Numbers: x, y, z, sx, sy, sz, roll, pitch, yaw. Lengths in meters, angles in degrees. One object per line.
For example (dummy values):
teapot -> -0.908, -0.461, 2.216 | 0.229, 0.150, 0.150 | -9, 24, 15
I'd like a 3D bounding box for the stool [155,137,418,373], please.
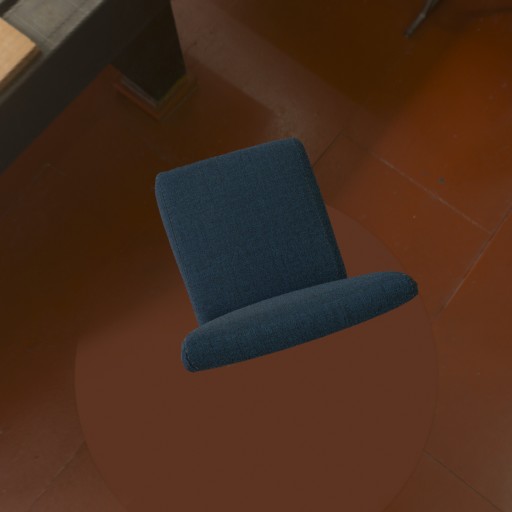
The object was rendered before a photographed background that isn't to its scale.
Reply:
stool -> 0.000, 0.000, 1.311 | 0.454, 1.039, 0.567 | -17, 77, -4
